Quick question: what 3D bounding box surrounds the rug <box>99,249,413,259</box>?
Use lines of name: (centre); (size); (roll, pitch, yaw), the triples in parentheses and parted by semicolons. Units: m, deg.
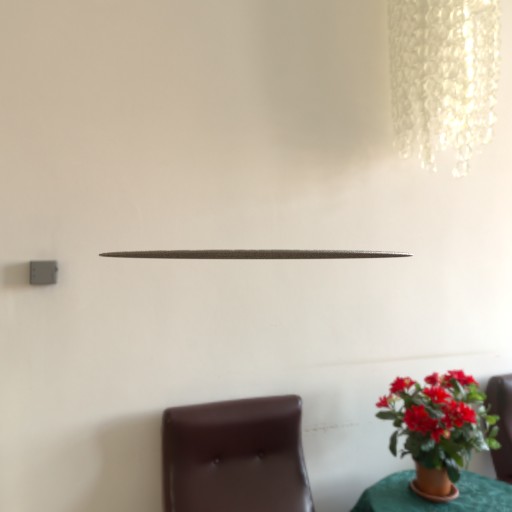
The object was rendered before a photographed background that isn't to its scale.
rug: (0.000, 0.000, 2.380); (1.593, 0.012, 1.593); (0, -1, 0)
